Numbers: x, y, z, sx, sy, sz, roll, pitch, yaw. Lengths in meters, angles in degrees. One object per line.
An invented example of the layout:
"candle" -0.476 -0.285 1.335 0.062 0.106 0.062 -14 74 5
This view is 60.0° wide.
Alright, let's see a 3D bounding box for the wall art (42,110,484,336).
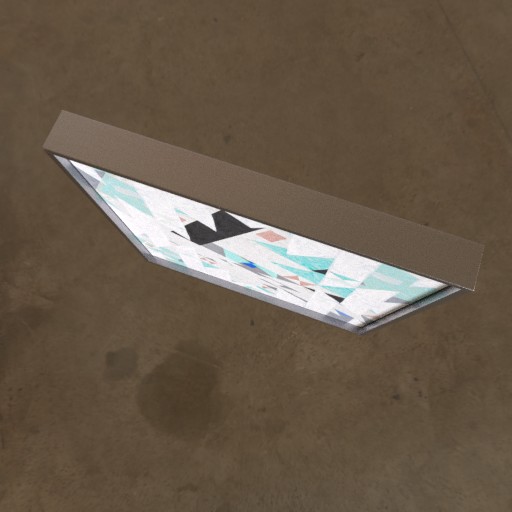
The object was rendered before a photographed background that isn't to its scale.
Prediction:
"wall art" 0.000 0.000 0.511 0.350 0.350 0.038 19 75 5
